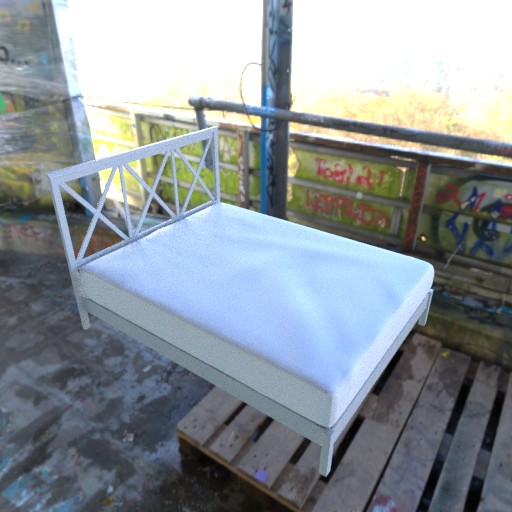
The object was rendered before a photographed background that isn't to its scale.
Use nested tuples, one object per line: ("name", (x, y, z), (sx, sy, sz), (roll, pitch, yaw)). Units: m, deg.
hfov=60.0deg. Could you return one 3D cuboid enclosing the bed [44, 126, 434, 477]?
("bed", (0.000, 0.000, 3.177), (2.135, 1.253, 1.673), (20, 34, 31))
